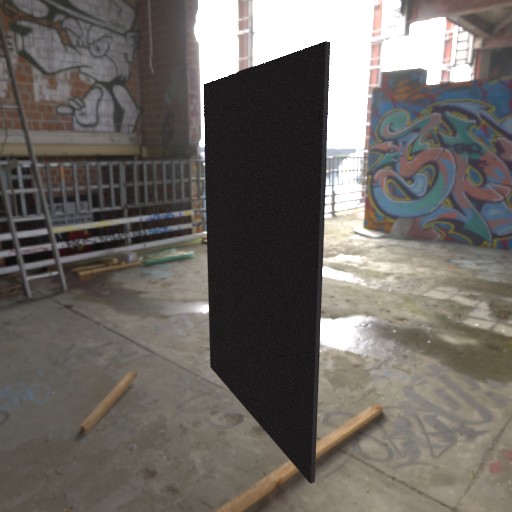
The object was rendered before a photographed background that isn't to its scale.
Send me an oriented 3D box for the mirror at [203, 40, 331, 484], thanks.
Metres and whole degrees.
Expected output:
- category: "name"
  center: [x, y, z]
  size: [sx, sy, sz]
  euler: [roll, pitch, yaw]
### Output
- category: "mirror"
  center: [0.000, 0.000, 1.156]
  size: [0.039, 0.914, 0.613]
  euler: [-7, 15, -26]
